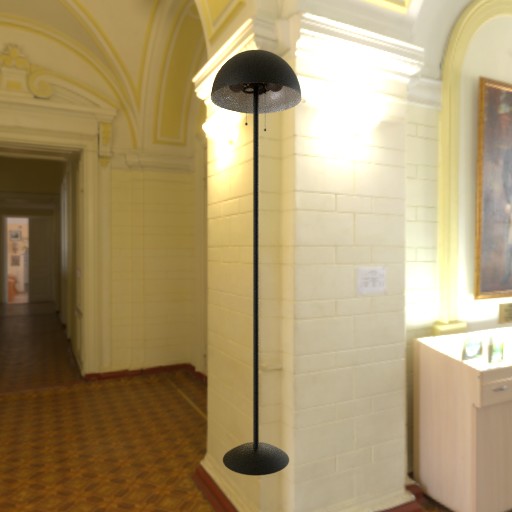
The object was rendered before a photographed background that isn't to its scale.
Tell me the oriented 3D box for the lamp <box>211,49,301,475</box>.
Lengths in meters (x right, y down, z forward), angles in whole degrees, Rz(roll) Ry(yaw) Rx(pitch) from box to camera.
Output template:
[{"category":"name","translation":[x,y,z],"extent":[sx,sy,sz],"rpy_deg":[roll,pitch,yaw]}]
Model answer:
[{"category":"lamp","translation":[0.000,0.000,1.610],"extent":[0.328,1.480,0.328],"rpy_deg":[0,1,19]}]
